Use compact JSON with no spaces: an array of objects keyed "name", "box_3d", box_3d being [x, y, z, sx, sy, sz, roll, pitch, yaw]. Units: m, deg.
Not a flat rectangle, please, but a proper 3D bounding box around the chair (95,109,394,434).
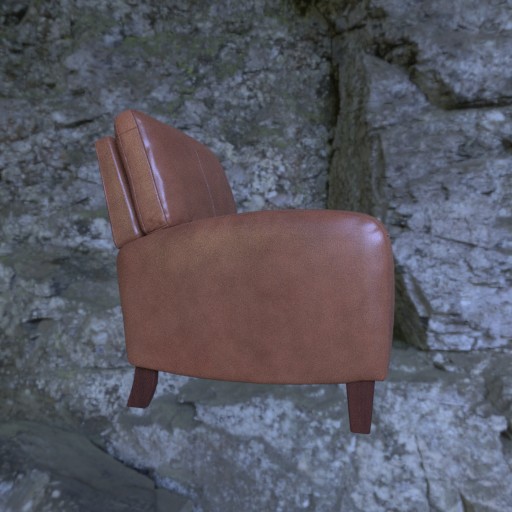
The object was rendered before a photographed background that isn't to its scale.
[{"name":"chair","box_3d":[0.000,0.000,1.665,0.990,0.990,0.762,0,0,17]}]
